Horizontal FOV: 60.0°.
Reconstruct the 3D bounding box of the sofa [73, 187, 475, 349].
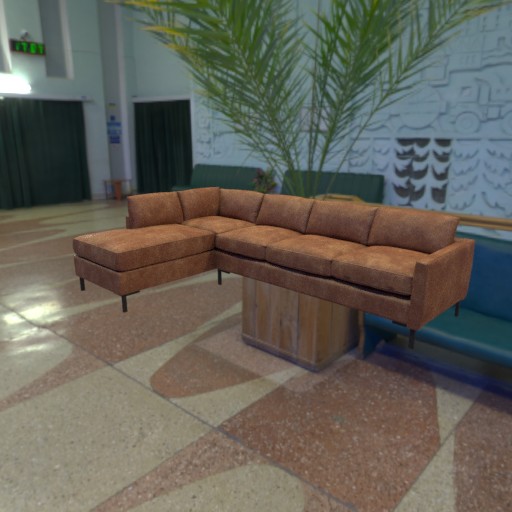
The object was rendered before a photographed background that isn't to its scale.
[{"bbox_3d":[0.000,0.000,3.862,2.984,0.877,1.938,14,20,42],"label":"sofa"}]
